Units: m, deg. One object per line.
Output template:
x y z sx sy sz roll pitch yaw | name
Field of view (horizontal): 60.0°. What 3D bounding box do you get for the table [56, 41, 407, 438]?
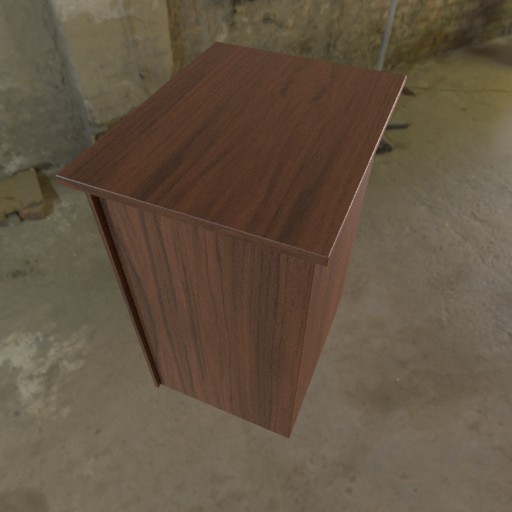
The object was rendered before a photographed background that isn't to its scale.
0.000 0.000 0.927 0.381 0.636 0.480 17 50 15 | table
